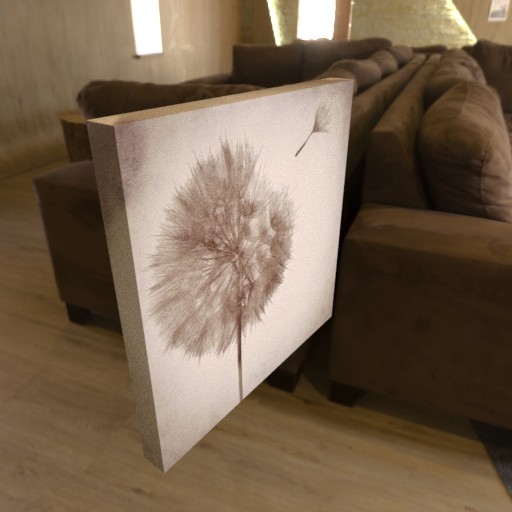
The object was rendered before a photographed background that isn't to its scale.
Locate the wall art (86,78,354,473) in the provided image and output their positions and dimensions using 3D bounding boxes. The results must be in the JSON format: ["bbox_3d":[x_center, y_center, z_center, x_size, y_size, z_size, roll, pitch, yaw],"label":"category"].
[{"bbox_3d":[0.000,0.000,0.439,0.028,0.303,0.303,20,33,33],"label":"wall art"}]
